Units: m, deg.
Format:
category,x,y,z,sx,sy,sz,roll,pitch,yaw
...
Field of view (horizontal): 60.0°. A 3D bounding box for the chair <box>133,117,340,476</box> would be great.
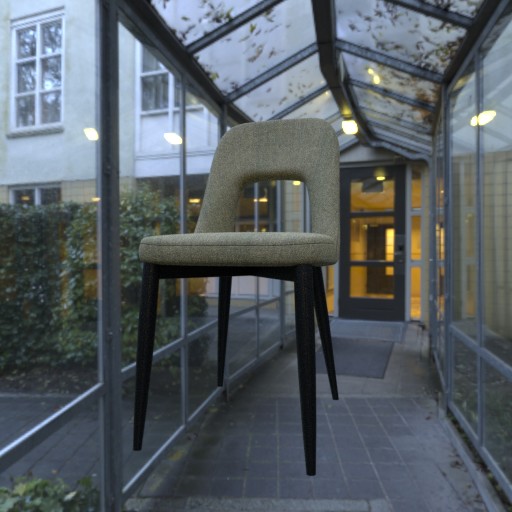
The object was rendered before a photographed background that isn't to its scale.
category,x,y,z,sx,sy,sz,roll,pitch,yaw
chair,0.000,0.000,1.271,0.470,0.931,0.612,0,1,16
